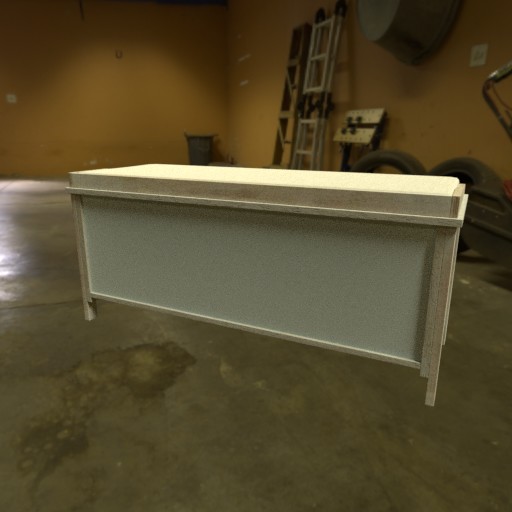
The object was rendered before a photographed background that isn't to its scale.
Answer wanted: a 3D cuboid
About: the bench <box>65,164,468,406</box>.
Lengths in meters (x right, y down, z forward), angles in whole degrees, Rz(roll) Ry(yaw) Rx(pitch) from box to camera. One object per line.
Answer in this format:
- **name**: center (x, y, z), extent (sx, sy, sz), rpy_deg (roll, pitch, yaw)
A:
- **bench**: center (0.000, 0.000, 1.378), extent (1.140, 0.501, 0.398), rpy_deg (8, 18, 25)
